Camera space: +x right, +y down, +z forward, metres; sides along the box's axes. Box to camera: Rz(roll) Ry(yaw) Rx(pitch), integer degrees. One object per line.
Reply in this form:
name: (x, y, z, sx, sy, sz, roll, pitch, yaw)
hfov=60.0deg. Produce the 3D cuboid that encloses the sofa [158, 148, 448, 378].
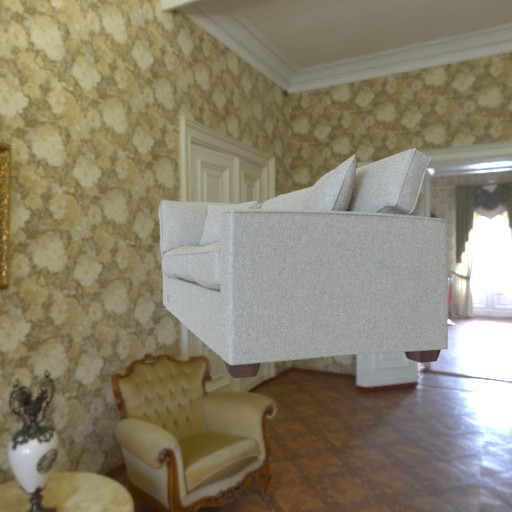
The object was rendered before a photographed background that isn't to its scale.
sofa: (0.000, 0.000, 2.882, 1.053, 0.948, 2.323, 0, -1, -18)
